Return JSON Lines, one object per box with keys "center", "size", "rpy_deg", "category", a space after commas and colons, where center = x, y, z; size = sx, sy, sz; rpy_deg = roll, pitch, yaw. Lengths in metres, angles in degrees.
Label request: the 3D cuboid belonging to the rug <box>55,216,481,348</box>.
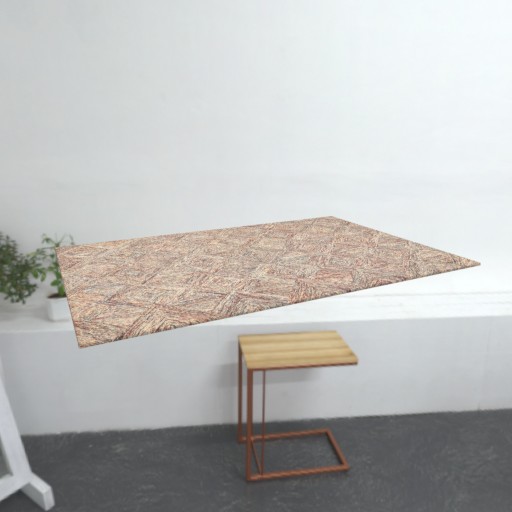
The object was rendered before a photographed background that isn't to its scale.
{"center": [0.000, 0.000, 2.840], "size": [2.285, 0.019, 1.523], "rpy_deg": [-8, 19, -25], "category": "rug"}
